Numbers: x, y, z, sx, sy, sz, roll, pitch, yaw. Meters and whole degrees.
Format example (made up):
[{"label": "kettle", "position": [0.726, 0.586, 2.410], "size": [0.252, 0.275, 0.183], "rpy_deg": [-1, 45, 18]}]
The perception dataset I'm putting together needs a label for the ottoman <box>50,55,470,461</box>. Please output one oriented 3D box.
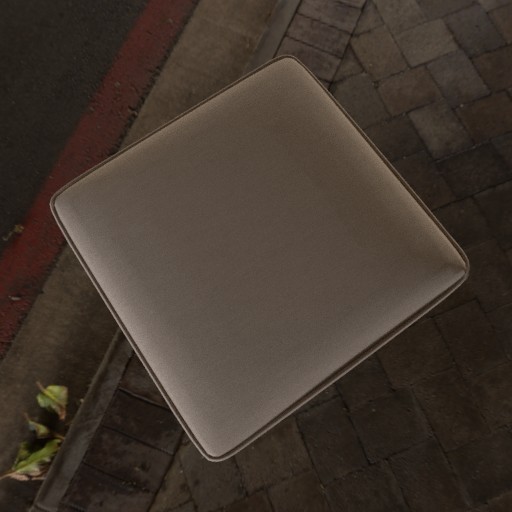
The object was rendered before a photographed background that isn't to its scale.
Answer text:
[{"label": "ottoman", "position": [0.000, 0.000, 1.022], "size": [0.616, 0.438, 0.613], "rpy_deg": [-34, 78, -8]}]
